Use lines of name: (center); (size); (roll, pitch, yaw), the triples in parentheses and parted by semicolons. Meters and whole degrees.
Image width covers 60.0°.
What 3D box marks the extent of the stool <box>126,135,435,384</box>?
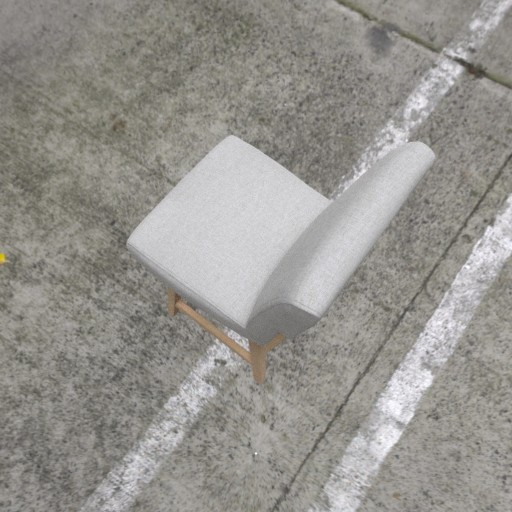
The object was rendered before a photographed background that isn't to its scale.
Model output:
stool: (0.000, 0.000, 1.390); (0.606, 1.085, 0.507); (35, 70, 14)
